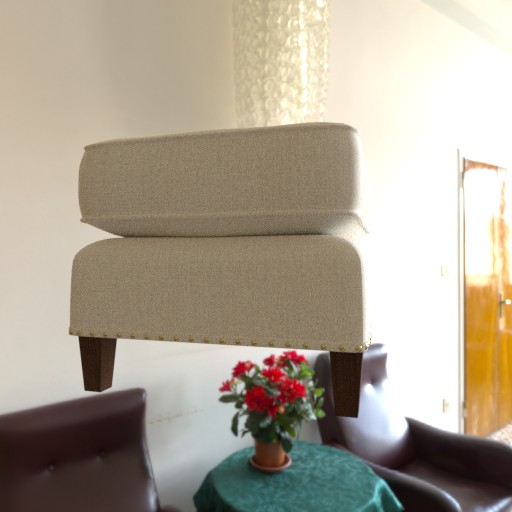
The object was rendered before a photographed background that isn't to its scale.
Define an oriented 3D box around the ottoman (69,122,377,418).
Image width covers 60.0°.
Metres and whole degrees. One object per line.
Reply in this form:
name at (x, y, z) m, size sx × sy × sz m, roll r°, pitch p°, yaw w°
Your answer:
ottoman at (0.000, 0.000, 1.141) m, size 0.589 × 0.537 × 0.738 m, roll 0°, pitch 0°, yaw 16°
